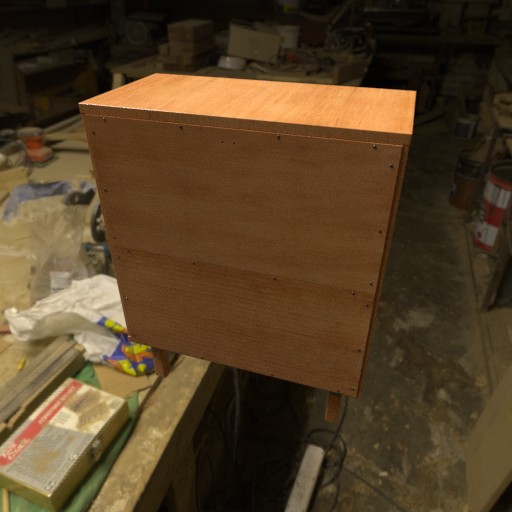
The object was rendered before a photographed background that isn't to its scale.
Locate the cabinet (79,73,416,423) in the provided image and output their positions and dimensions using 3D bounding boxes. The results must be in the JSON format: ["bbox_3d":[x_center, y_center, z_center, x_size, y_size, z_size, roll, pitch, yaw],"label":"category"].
[{"bbox_3d":[0.000,0.000,1.438,0.800,1.001,0.419,10,34,15],"label":"cabinet"}]
